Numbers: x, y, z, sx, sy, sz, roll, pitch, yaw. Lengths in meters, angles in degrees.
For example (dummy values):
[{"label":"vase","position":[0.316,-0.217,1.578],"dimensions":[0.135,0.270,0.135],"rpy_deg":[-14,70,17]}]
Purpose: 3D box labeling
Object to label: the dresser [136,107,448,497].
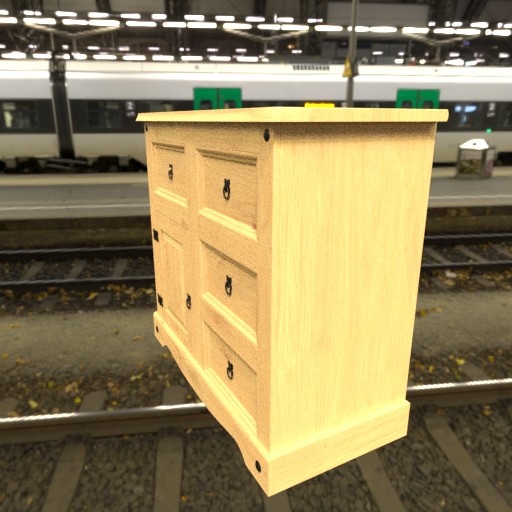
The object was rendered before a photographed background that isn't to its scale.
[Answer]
[{"label":"dresser","position":[0.000,0.000,1.351],"dimensions":[0.440,0.835,0.915],"rpy_deg":[-9,19,-27]}]
